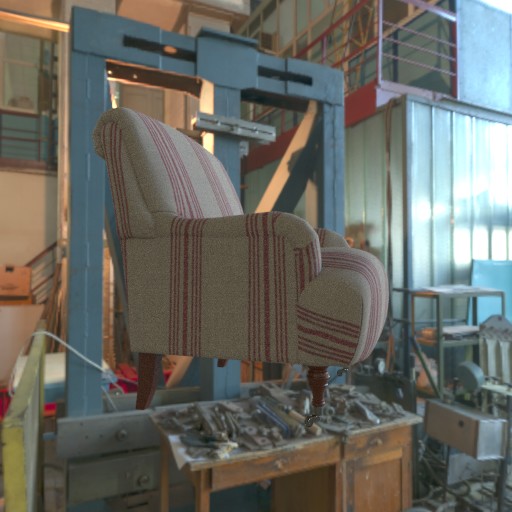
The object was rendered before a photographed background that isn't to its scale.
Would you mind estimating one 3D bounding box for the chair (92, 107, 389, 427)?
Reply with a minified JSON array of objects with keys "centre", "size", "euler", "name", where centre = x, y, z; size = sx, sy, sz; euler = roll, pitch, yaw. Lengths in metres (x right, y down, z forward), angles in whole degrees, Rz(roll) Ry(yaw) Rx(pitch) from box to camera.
[{"centre":[0.000,0.000,1.864],"size":[1.058,1.123,0.933],"euler":[-1,-2,19],"name":"chair"}]
